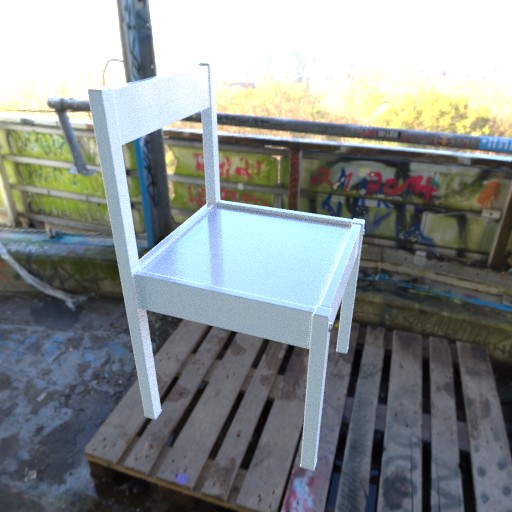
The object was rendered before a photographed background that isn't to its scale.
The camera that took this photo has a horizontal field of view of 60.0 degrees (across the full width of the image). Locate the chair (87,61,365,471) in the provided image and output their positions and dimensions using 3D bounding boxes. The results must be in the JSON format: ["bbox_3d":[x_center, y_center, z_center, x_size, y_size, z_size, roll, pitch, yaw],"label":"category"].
[{"bbox_3d":[0.000,0.000,0.671,0.285,0.505,0.285,10,31,18],"label":"chair"}]
